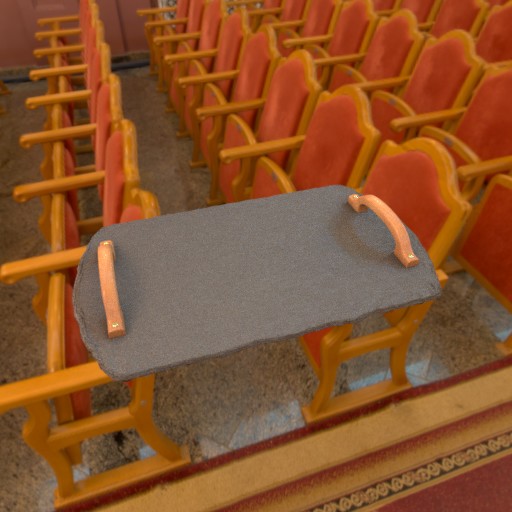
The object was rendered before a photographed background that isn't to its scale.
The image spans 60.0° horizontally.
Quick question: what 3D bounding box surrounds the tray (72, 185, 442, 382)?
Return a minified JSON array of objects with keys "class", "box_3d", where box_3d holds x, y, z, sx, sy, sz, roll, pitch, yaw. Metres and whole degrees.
[{"class":"tray","box_3d":[0.000,0.000,0.486,0.387,0.062,0.231,-12,41,-14]}]
